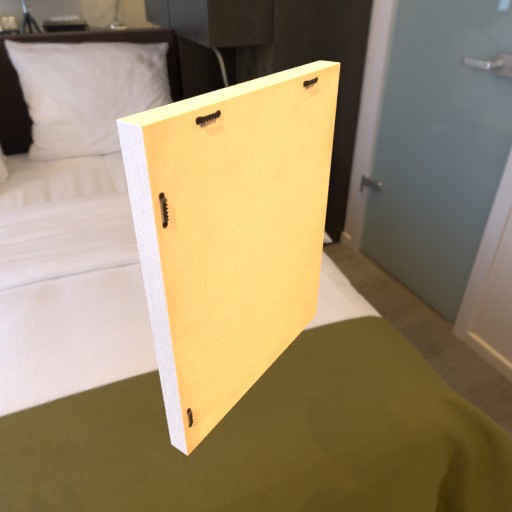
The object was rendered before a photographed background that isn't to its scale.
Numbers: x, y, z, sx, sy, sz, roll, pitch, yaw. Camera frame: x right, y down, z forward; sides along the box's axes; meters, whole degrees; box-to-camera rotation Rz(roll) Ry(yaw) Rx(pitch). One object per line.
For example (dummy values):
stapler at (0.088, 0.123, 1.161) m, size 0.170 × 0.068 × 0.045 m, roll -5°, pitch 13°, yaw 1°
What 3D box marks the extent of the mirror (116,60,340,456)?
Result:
mirror at (0.000, 0.000, 0.691) m, size 0.041 × 0.509 × 0.406 m, roll 21°, pitch 38°, yaw 29°
